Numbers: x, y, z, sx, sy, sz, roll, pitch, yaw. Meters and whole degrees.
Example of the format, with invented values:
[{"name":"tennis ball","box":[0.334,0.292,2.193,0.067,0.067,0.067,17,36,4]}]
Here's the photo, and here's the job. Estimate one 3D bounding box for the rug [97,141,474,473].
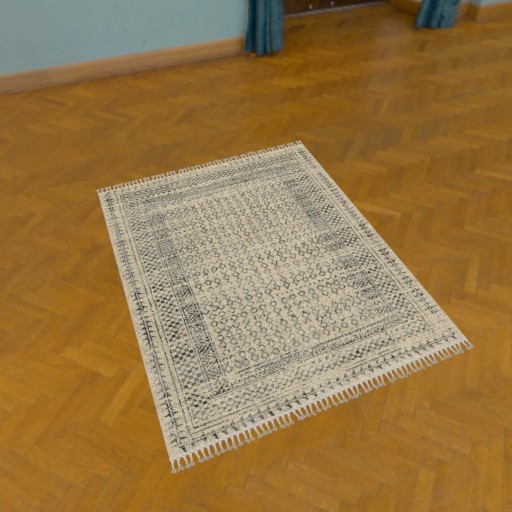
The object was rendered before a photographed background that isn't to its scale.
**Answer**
[{"name":"rug","box":[0.000,0.000,3.889,2.312,0.013,2.940,-17,50,-15]}]
